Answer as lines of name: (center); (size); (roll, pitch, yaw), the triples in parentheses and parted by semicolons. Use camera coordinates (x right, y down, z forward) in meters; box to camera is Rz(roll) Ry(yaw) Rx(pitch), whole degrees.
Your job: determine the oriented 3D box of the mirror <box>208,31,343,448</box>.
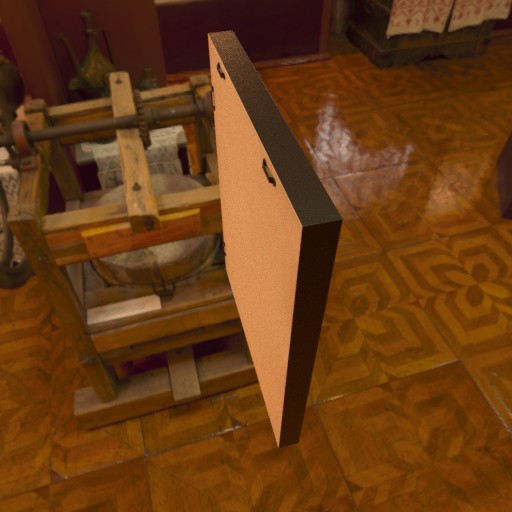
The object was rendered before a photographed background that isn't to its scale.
mirror: (0.000, 0.000, 0.681); (0.041, 0.509, 0.406); (-11, 49, -10)
